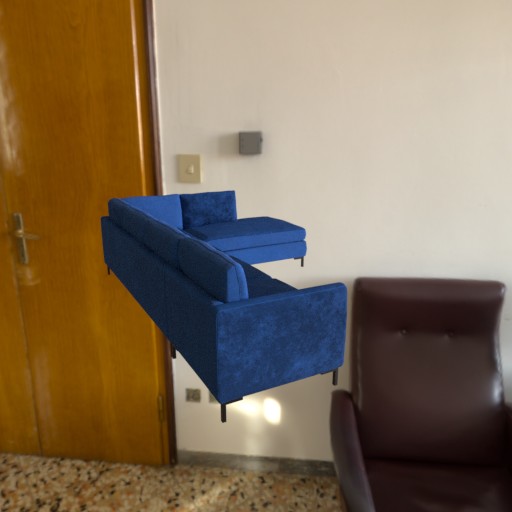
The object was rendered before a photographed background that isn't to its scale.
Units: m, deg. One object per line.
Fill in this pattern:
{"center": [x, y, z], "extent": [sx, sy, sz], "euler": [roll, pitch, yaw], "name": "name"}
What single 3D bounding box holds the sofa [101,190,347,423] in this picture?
{"center": [0.000, 0.000, 3.196], "extent": [1.707, 0.687, 2.486], "euler": [-8, 17, -28], "name": "sofa"}
